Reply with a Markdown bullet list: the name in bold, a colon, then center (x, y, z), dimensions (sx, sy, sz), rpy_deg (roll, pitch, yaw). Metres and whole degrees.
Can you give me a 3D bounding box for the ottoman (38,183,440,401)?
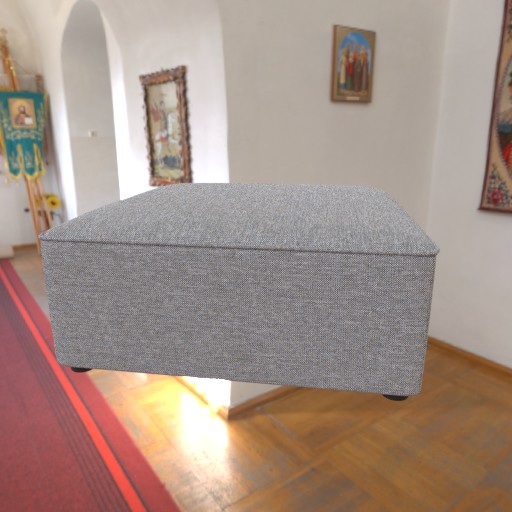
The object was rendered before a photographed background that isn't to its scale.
- **ottoman**: center (0.000, 0.000, 1.572), dimensions (1.005, 0.455, 1.005), rpy_deg (3, 16, 9)
